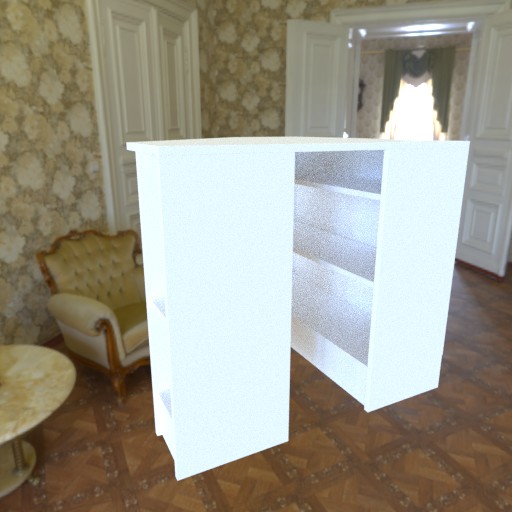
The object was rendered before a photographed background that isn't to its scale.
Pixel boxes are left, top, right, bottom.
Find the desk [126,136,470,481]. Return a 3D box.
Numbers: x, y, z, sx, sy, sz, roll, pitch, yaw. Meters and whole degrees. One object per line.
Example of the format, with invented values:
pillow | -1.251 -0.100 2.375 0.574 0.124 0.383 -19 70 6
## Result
desk | 0.000 0.000 1.609 0.926 0.818 0.940 -8 18 -26
